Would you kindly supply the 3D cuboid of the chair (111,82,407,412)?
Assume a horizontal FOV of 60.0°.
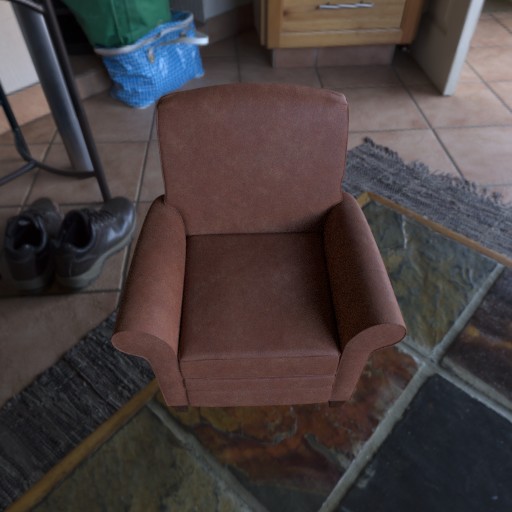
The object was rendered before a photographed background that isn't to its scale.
[{"bbox_3d":[0.000,0.000,1.805,0.978,1.061,0.902,-1,47,-1],"label":"chair"}]
